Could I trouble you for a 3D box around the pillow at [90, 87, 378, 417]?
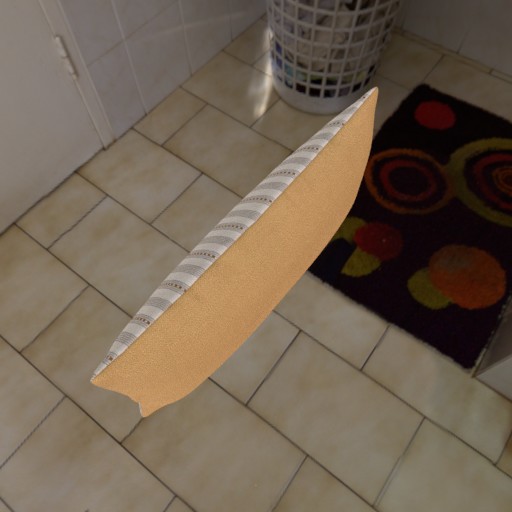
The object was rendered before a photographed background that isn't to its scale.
[{"bbox_3d":[0.000,0.000,0.737,0.151,0.291,0.608,36,68,17],"label":"pillow"}]
